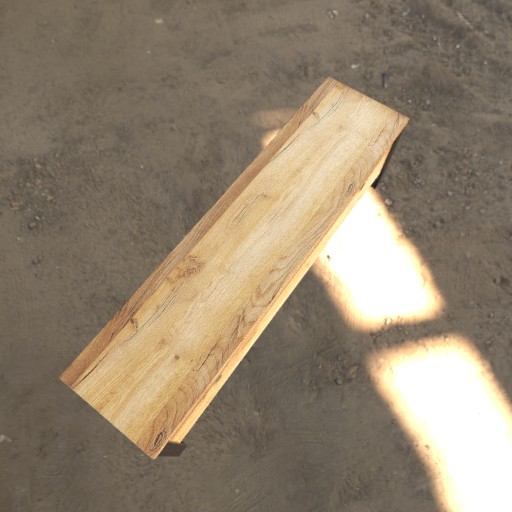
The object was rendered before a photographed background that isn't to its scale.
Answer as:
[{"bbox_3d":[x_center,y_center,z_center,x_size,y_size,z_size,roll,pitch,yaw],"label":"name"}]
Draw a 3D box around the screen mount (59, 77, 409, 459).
[{"bbox_3d":[0.000,0.000,1.757,0.395,0.450,1.524,34,70,14],"label":"screen mount"}]
